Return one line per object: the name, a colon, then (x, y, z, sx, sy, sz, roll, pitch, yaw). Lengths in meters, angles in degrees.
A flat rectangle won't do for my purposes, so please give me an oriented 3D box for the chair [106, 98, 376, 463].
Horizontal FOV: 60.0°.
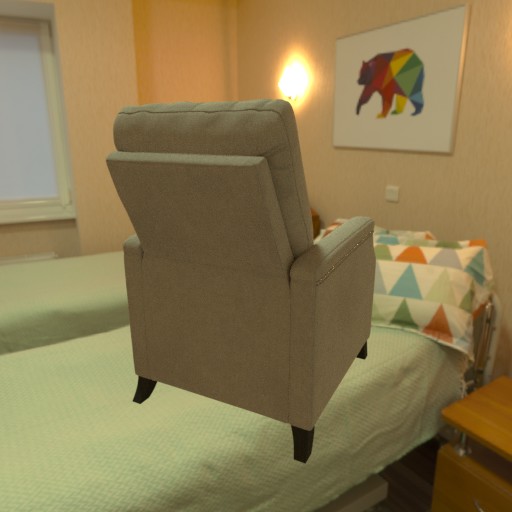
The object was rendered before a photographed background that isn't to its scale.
chair: (0.000, 0.000, 1.631, 0.710, 1.049, 0.922, 8, 18, 26)
